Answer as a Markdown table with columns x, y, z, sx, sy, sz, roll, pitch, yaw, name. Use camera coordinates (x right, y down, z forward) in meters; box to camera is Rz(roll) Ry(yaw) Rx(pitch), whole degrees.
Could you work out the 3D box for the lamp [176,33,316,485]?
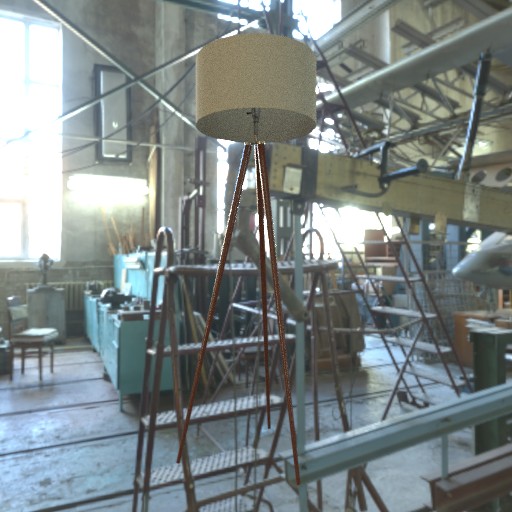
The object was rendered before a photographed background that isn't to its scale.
| x | y | z | sx | sy | sz | roll | pitch | yaw | name |
| --- | --- | --- | --- | --- | --- | --- | --- | --- | --- |
| 0.000 | 0.000 | 1.785 | 0.483 | 1.553 | 0.483 | 0 | 0 | 20 | lamp |
